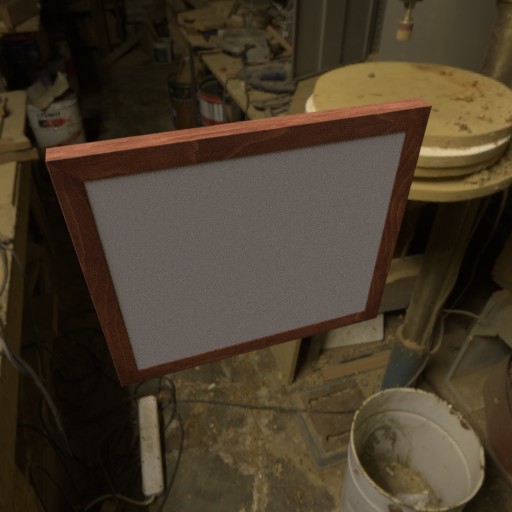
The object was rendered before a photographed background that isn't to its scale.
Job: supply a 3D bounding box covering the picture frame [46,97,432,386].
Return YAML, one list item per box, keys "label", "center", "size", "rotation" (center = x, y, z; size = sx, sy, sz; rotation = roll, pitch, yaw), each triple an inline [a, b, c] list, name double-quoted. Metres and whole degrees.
- label: "picture frame"
  center: [0.000, 0.000, 0.534]
  size: [0.381, 0.330, 0.025]
  rotation: [-12, 42, -14]
